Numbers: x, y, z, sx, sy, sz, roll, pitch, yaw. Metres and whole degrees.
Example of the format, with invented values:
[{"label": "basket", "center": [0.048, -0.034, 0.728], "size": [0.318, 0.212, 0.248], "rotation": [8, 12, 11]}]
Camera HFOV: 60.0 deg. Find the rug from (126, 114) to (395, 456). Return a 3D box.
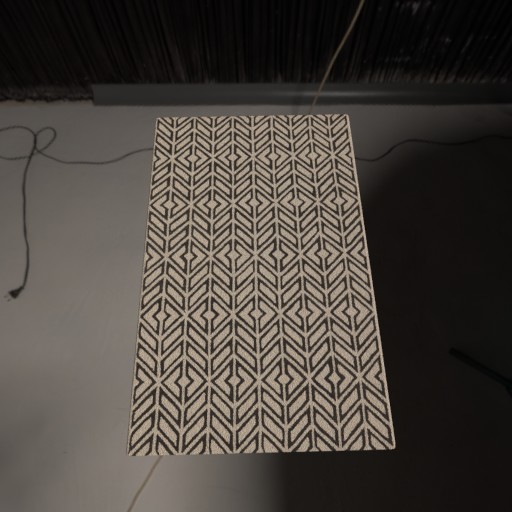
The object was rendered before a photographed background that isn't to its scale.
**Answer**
[{"label": "rug", "center": [0.000, 0.000, 3.006], "size": [1.523, 0.008, 2.438], "rotation": [-1, 65, -1]}]
